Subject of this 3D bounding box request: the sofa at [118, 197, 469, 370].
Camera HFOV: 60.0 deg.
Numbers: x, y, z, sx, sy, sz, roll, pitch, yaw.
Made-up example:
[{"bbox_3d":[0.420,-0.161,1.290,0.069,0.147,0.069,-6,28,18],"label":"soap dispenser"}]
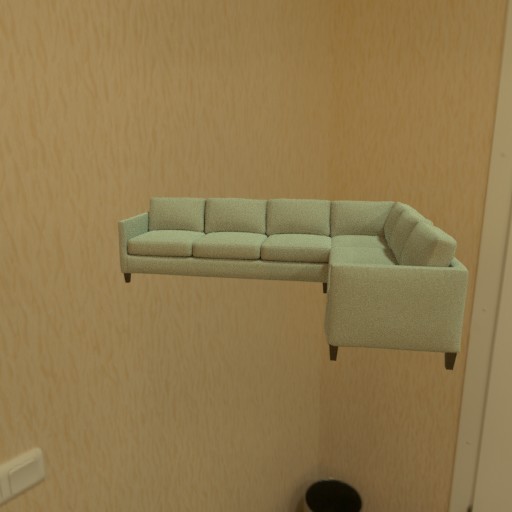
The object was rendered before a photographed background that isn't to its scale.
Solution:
[{"bbox_3d":[0.000,0.000,4.436,3.333,0.934,2.522,2,14,10],"label":"sofa"}]
